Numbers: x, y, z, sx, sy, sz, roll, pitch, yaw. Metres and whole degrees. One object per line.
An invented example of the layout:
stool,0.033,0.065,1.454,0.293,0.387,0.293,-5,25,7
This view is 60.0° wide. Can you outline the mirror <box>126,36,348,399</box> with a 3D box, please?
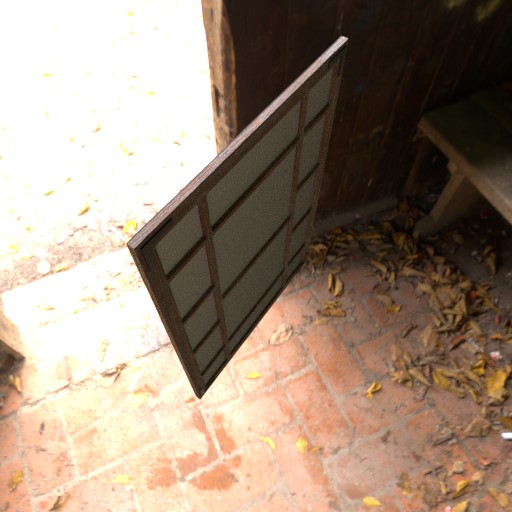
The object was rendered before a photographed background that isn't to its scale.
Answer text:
mirror,0.000,0.000,1.296,0.025,0.996,0.705,31,64,18
